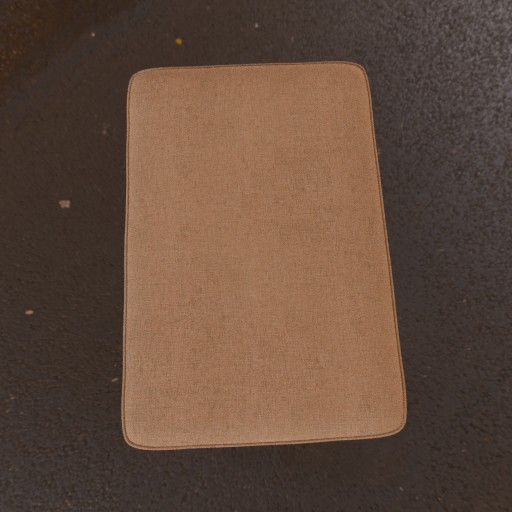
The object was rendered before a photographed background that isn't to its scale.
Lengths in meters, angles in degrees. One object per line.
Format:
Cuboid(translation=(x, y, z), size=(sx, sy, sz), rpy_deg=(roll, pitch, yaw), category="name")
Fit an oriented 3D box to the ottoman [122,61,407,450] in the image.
Cuboid(translation=(0.000, 0.000, 1.163), size=(0.583, 0.484, 0.862), rpy_deg=(-3, 77, -1), category="ottoman")
